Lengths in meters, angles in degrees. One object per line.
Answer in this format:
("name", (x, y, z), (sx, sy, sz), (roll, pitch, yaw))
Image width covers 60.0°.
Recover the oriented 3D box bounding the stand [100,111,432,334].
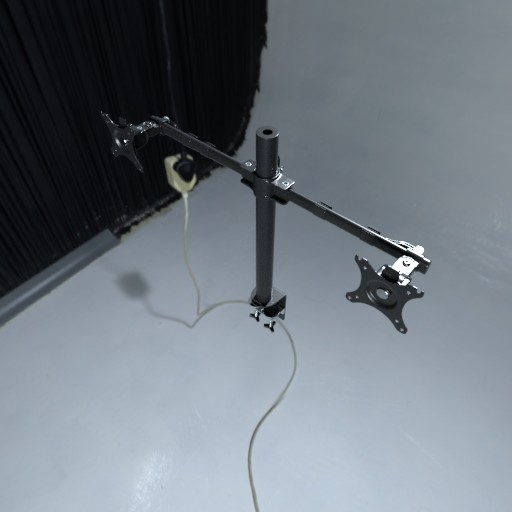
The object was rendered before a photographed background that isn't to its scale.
("stand", (0.000, 0.000, 0.998), (0.743, 0.603, 0.150), (32, 55, 26))
